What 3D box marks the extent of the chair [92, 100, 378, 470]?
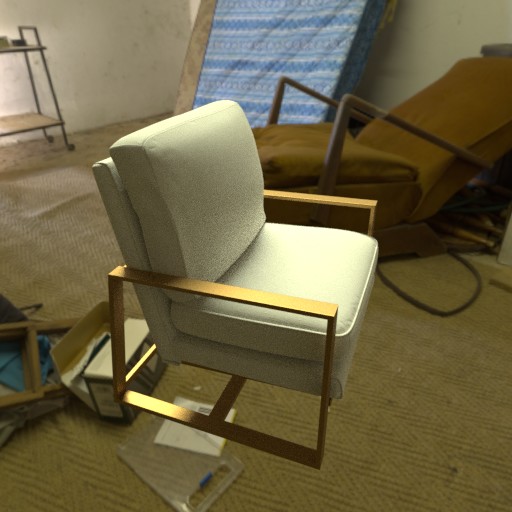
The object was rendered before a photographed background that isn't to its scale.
[{"bbox_3d":[0.000,0.000,1.587,0.813,0.966,0.805,11,31,18],"label":"chair"}]
